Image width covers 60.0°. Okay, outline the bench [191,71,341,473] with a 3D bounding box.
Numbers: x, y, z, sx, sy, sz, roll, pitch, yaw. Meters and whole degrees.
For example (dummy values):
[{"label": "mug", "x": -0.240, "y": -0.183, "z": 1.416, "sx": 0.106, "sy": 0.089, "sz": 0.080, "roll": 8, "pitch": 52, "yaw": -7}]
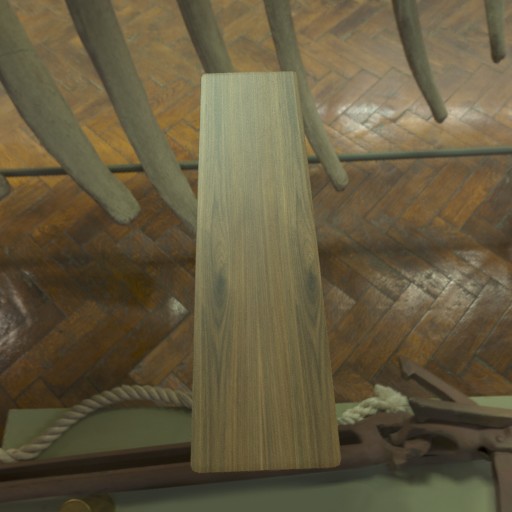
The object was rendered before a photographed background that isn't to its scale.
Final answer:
[{"label": "bench", "x": 0.000, "y": 0.000, "z": 1.790, "sx": 0.425, "sy": 0.462, "sz": 1.570, "roll": -2, "pitch": 63, "yaw": -1}]
